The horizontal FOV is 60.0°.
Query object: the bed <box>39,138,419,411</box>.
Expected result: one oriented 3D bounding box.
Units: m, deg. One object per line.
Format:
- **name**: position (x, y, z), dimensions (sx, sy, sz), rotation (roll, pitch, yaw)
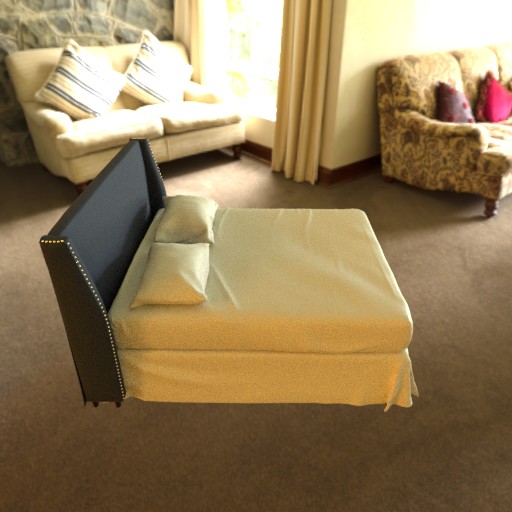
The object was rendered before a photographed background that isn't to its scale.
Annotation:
- **bed**: position (0.000, 0.000, 3.443), dimensions (2.276, 1.332, 1.925), rotation (1, 31, 1)
